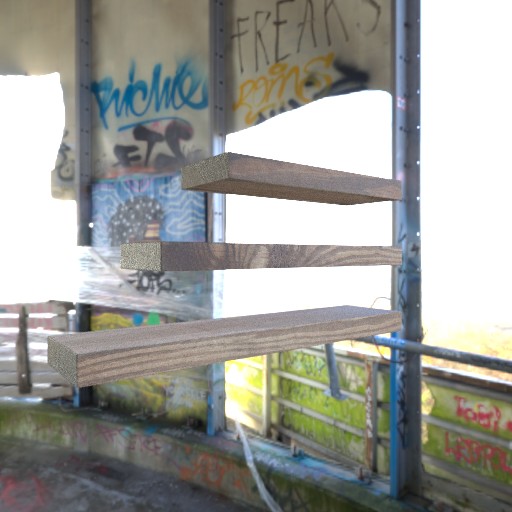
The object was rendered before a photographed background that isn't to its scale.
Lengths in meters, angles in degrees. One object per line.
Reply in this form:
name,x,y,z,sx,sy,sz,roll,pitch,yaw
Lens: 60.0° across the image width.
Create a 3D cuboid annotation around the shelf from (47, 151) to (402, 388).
shelf,0.000,0.000,0.733,0.610,0.293,0.140,0,0,-37
